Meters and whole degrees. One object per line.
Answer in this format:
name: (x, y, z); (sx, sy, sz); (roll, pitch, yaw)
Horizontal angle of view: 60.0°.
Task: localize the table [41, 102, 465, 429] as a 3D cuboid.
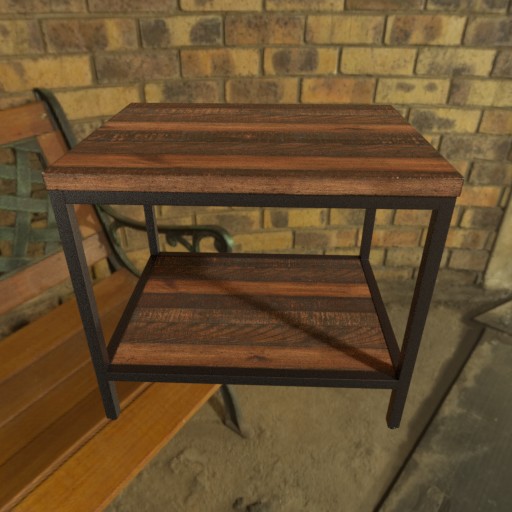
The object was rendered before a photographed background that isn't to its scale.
table: (0.000, 0.000, 1.088); (0.678, 0.612, 0.524); (1, 31, 2)
